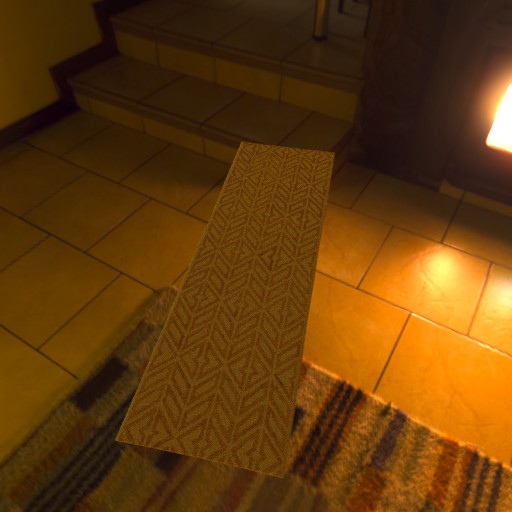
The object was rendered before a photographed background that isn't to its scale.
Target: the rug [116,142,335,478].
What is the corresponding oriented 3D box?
[{"bbox_3d":[0.000,0.000,2.710,0.750,0.009,2.435,9,47,8],"label":"rug"}]
